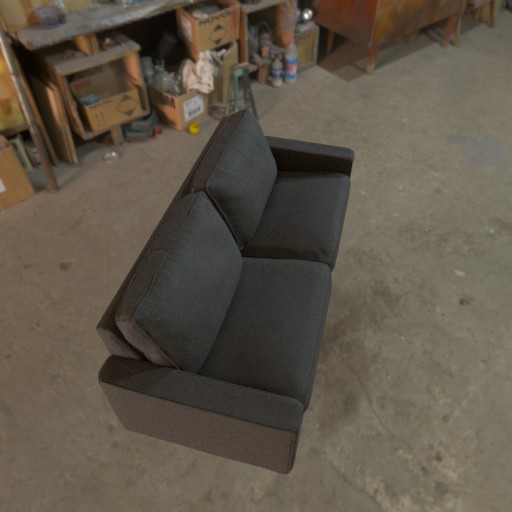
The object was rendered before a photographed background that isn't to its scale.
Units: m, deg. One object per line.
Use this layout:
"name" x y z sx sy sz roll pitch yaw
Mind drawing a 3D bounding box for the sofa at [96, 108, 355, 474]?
"sofa" 0.000 0.000 2.621 0.940 0.919 2.080 11 48 10
